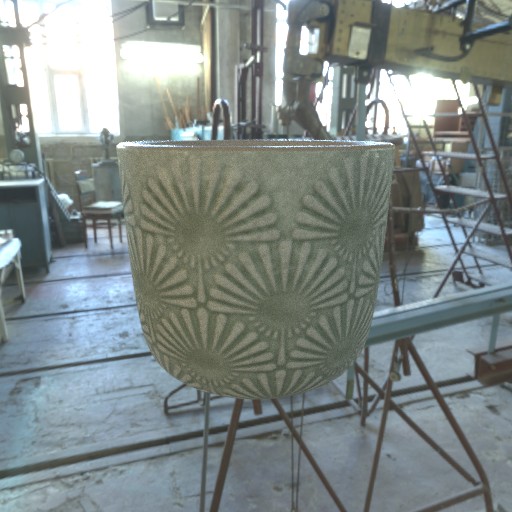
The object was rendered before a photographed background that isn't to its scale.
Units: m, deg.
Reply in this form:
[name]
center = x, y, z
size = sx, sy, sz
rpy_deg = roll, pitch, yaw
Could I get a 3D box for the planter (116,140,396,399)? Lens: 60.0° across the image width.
[planter]
center = 0.000, 0.000, 0.220
size = 0.124, 0.109, 0.124
rpy_deg = 0, 16, 0
